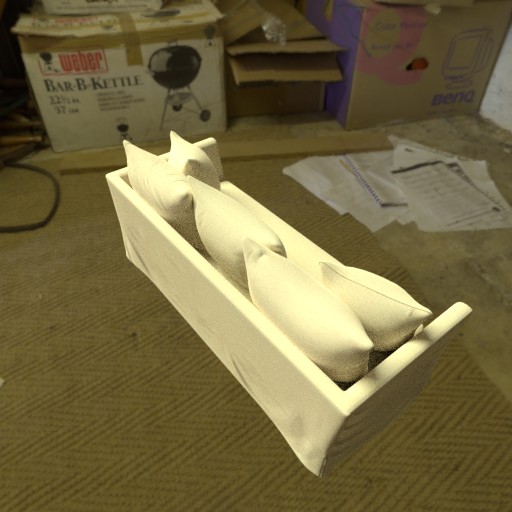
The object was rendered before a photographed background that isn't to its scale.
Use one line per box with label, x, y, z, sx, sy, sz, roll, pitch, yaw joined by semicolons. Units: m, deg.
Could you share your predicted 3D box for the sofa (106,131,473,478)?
sofa;0.000;0.000;2.991;1.030;1.042;2.484;-28;49;-27
